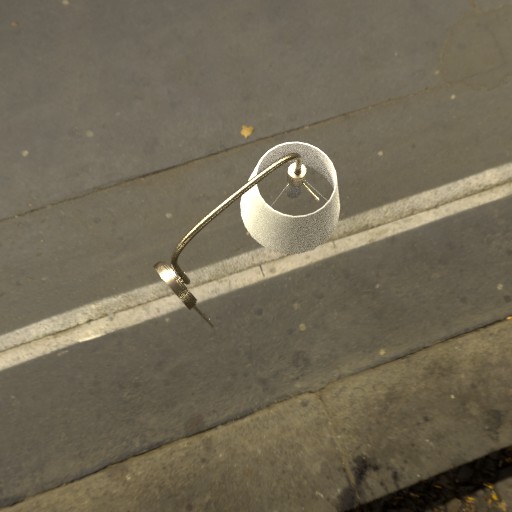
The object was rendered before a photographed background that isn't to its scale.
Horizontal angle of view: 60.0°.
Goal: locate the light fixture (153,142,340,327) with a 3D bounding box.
[{"bbox_3d":[0.000,0.000,0.480,0.176,0.399,0.092,-40,79,-10],"label":"light fixture"}]
